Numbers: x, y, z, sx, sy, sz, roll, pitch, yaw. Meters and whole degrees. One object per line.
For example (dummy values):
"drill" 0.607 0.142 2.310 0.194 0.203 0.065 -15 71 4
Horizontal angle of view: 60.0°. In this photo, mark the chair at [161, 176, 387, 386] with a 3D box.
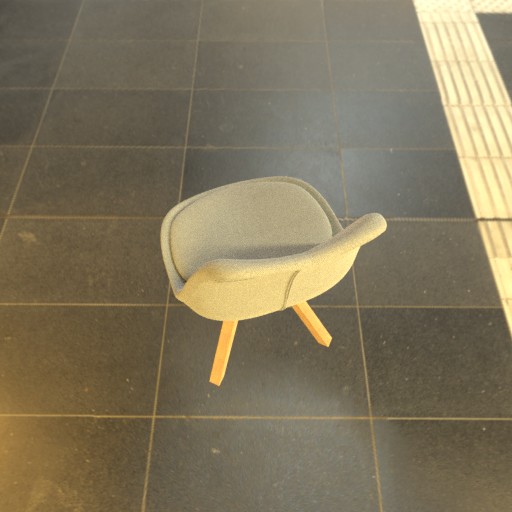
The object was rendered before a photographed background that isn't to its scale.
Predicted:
"chair" 0.000 0.000 1.198 0.474 0.863 0.549 -17 61 -9
